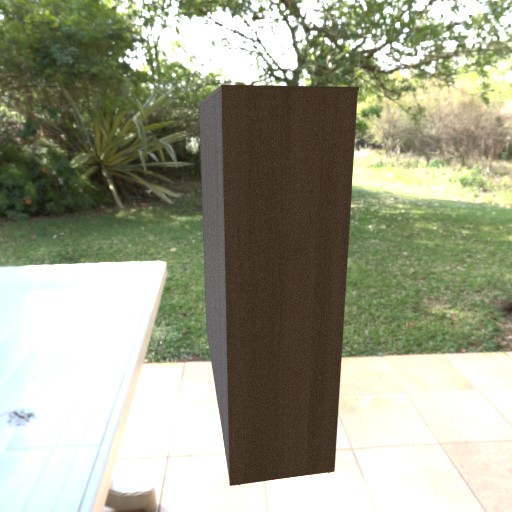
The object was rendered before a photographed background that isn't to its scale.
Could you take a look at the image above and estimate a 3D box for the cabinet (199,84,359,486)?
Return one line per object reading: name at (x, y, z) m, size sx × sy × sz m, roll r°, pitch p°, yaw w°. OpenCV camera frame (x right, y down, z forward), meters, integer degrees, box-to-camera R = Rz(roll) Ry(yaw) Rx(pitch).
cabinet at (0.000, 0.000, 3.070) m, size 0.620 × 2.060 × 1.870 m, roll -3°, pitch 17°, yaw -10°
